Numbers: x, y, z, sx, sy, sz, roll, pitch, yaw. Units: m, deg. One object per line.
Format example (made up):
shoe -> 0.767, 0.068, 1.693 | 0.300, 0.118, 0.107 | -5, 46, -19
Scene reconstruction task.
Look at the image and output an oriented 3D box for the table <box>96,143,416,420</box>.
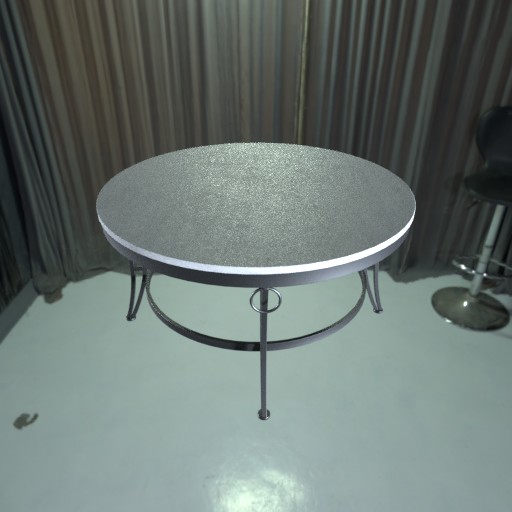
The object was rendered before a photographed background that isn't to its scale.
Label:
table -> 0.000, 0.000, 1.411 | 0.889, 0.470, 0.889 | 0, 31, 0
